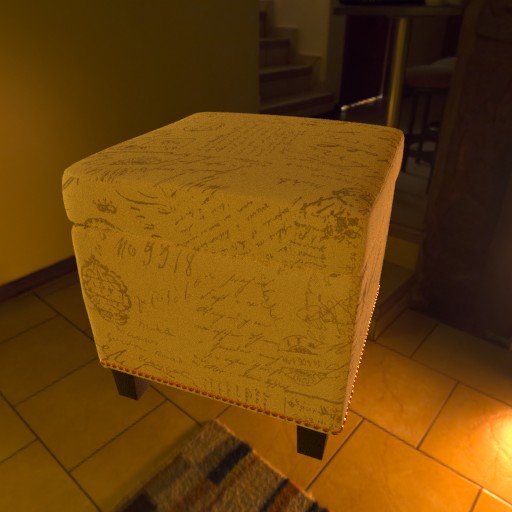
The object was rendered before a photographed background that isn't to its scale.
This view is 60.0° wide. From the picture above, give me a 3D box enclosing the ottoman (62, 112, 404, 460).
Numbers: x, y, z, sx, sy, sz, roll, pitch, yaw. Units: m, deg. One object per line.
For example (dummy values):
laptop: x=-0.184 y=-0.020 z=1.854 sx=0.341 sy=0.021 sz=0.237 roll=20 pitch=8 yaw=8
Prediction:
ottoman: x=0.000 y=0.000 z=0.834 sx=0.449 sy=0.457 sz=0.450 roll=11 pitch=31 yaw=18
